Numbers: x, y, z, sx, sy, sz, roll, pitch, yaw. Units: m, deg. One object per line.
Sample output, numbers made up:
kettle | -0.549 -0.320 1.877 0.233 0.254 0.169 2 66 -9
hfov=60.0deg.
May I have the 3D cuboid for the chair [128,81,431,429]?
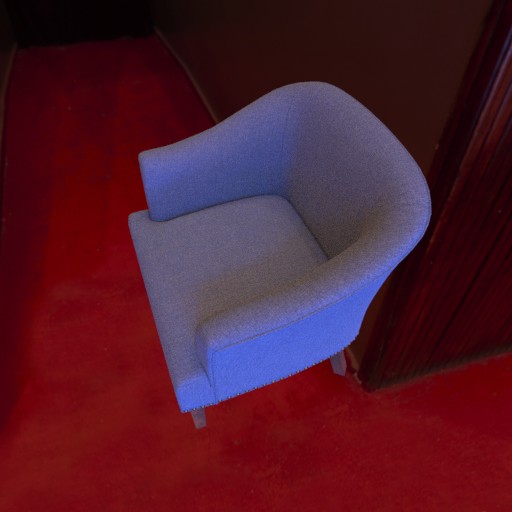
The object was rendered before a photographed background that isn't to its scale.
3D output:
chair | 0.000 0.000 1.395 0.704 0.815 0.798 -16 49 -14
